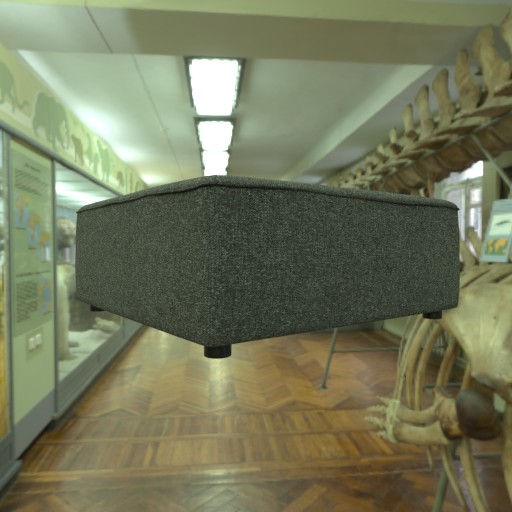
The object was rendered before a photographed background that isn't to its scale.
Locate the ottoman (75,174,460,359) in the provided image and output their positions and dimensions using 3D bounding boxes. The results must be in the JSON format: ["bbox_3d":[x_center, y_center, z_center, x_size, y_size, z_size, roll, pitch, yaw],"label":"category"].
[{"bbox_3d":[0.000,0.000,1.606,1.021,0.423,1.017,-1,2,-36],"label":"ottoman"}]
